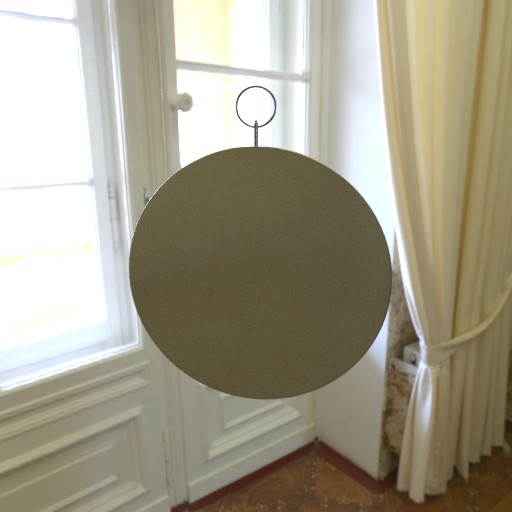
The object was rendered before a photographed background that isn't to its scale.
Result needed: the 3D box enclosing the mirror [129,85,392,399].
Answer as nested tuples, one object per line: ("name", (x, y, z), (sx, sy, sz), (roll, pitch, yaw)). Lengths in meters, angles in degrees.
("mirror", (0.000, 0.000, 0.987), (0.594, 0.713, 0.020), (2, 15, 7))
